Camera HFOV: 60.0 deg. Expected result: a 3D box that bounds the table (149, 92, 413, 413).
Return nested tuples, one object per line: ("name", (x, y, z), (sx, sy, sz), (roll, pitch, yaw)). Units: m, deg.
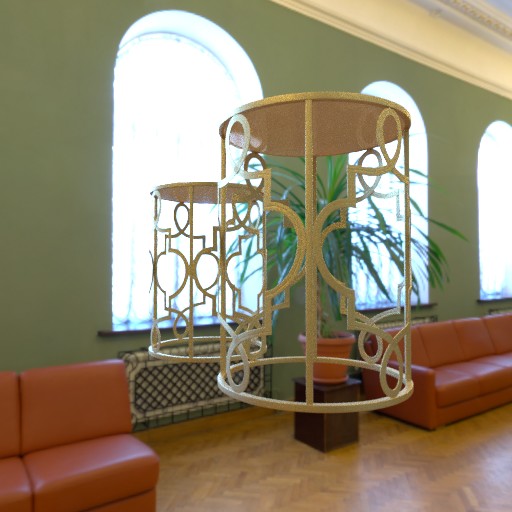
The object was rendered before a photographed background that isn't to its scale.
("table", (0.000, 0.000, 1.160), (0.420, 0.564, 0.846), (1, -2, -36))
